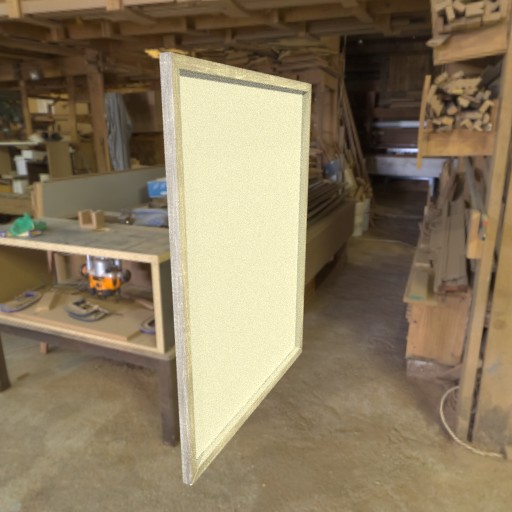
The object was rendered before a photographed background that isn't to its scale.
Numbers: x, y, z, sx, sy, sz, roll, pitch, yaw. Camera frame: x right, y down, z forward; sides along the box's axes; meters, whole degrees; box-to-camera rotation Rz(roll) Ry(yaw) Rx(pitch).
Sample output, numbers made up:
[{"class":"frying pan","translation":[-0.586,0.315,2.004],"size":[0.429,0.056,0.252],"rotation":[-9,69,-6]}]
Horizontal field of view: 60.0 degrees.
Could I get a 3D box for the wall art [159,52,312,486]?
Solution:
[{"class":"wall art","translation":[0.000,0.000,1.331],"size":[0.035,1.022,0.781],"rotation":[8,18,25]}]
